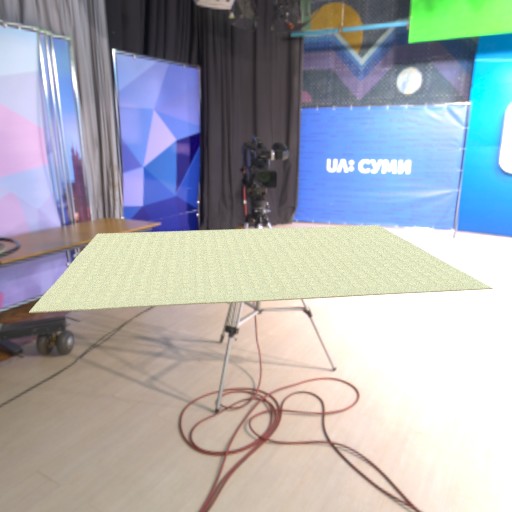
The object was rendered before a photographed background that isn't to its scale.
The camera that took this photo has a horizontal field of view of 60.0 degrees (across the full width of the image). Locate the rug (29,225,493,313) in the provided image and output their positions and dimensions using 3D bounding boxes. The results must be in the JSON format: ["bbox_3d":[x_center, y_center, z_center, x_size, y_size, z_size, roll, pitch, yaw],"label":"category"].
[{"bbox_3d":[0.000,0.000,2.192,1.747,0.006,1.143,-2,17,-7],"label":"rug"}]
